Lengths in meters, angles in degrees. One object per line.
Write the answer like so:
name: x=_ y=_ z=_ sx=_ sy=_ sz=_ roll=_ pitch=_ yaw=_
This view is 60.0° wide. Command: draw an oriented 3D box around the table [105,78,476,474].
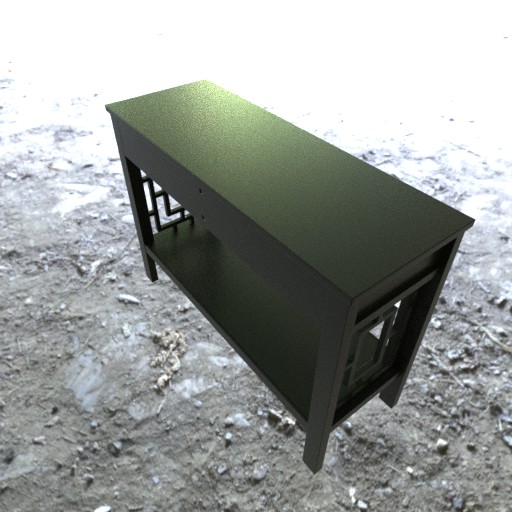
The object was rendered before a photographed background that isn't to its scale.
table: x=0.000 y=0.000 z=1.435 sx=0.397 sy=0.753 sz=1.068 roll=-27 pitch=48 yaw=-27
